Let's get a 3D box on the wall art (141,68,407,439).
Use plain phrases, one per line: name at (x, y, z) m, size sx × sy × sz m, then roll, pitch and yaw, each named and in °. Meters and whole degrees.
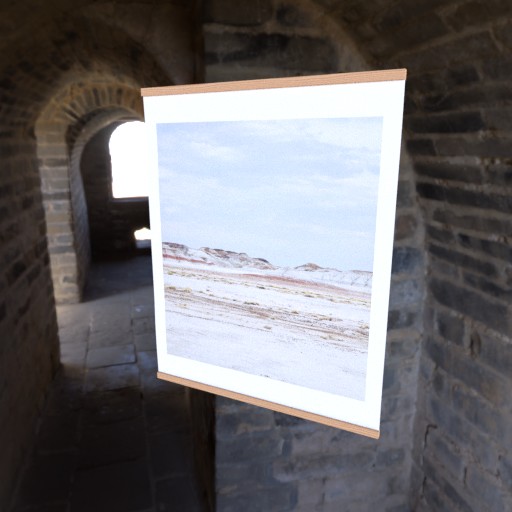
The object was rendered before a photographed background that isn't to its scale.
wall art at (0.000, 0.000, 0.681) m, size 0.404 × 0.507 × 0.010 m, roll 7°, pitch 15°, yaw 26°
